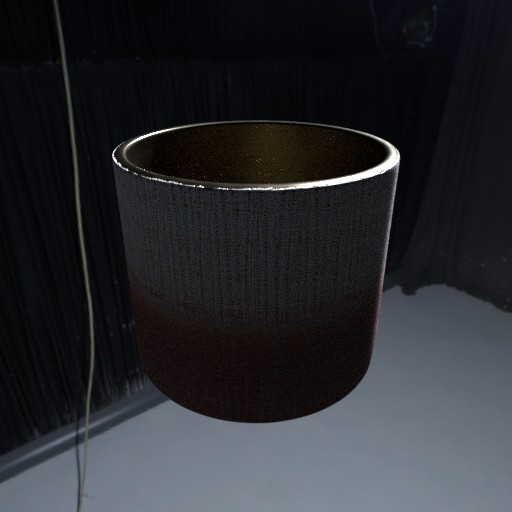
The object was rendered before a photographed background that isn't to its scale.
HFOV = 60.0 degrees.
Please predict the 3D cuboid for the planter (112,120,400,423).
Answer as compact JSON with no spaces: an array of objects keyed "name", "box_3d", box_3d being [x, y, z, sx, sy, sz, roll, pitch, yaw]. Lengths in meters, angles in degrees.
[{"name":"planter","box_3d":[0.000,0.000,0.314,0.178,0.157,0.178,0,27,0]}]
